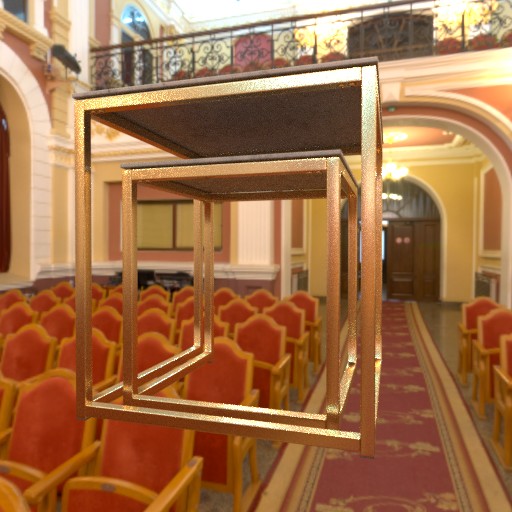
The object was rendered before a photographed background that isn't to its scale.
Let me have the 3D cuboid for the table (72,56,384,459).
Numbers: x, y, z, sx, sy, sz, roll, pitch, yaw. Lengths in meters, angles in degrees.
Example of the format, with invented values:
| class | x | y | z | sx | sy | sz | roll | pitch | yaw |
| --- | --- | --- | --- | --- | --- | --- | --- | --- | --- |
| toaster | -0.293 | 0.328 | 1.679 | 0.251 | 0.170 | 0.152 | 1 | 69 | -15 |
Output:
| class | x | y | z | sx | sy | sz | roll | pitch | yaw |
| --- | --- | --- | --- | --- | --- | --- | --- | --- | --- |
| table | 0.000 | 0.000 | 0.829 | 0.450 | 0.500 | 0.450 | 0 | 1 | 17 |
